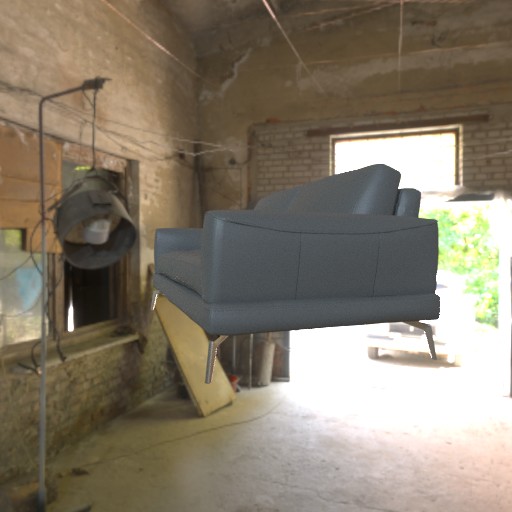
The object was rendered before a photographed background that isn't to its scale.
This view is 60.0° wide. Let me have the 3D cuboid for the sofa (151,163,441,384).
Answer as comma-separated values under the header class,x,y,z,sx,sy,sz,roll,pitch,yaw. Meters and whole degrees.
class,x,y,z,sx,sy,sz,roll,pitch,yaw
sofa,0.000,0.000,2.803,1.121,0.930,2.177,0,1,-19
